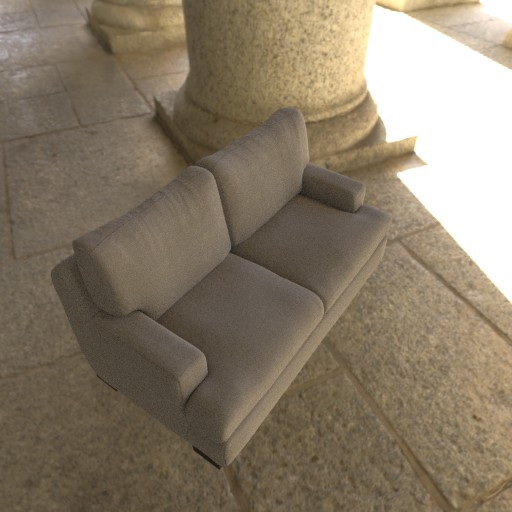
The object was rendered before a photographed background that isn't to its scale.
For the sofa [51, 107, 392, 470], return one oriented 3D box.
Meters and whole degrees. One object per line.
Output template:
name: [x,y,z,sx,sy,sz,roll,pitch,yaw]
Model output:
sofa: [0.000,0.000,2.493,0.962,0.980,1.855,25,48,25]
